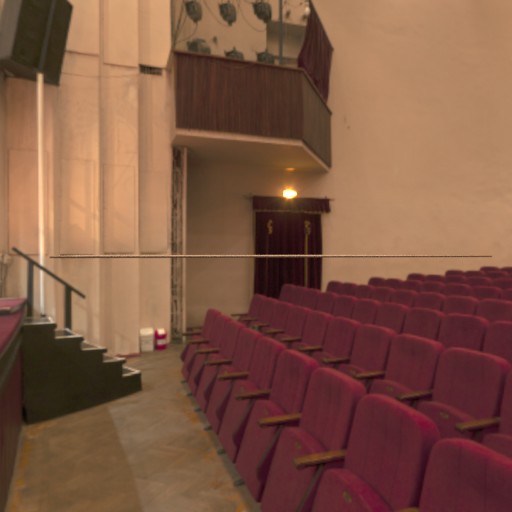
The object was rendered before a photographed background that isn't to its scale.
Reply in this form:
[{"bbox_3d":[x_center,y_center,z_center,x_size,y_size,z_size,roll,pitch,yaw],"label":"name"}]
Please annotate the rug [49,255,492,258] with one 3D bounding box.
[{"bbox_3d":[0.000,0.000,2.869,2.238,0.008,1.593,0,0,-17],"label":"rug"}]
